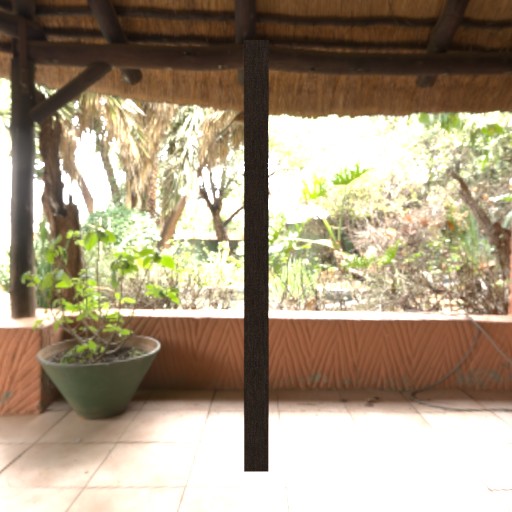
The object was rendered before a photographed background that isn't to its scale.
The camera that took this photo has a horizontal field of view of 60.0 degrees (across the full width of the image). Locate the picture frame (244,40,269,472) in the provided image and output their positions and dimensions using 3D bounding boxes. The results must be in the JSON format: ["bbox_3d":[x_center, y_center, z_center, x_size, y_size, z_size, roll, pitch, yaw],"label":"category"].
[{"bbox_3d":[0.000,0.000,0.740,0.026,0.455,0.546,0,0,0],"label":"picture frame"}]
